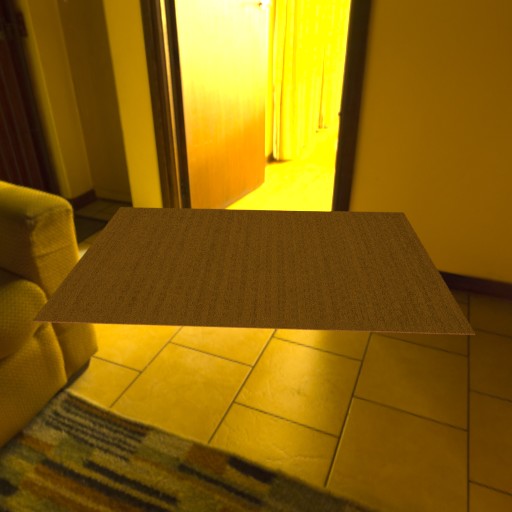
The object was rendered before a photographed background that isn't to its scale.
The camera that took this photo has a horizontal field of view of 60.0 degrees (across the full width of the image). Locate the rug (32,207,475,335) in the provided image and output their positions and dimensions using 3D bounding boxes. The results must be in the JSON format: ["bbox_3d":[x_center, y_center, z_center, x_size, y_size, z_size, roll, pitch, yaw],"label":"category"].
[{"bbox_3d":[0.000,0.000,2.247,1.752,0.006,1.142,1,30,2],"label":"rug"}]
